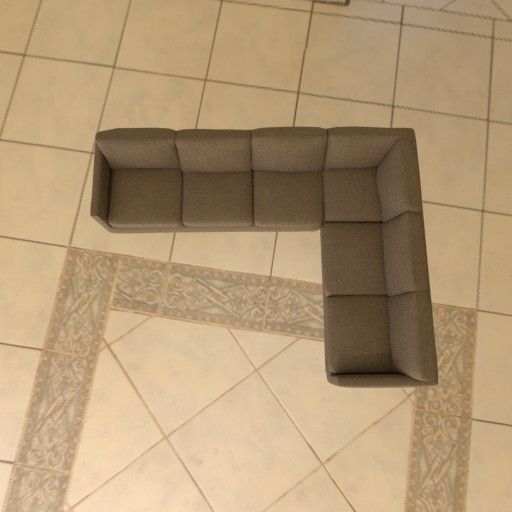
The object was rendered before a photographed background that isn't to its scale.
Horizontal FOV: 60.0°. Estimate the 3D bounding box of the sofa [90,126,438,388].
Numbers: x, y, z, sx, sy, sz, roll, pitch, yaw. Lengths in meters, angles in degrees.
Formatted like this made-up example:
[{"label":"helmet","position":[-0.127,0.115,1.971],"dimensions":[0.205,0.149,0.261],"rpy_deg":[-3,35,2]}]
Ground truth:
[{"label":"sofa","position":[0.000,0.000,4.498],"dimensions":[3.302,0.947,2.593],"rpy_deg":[-1,78,0]}]
